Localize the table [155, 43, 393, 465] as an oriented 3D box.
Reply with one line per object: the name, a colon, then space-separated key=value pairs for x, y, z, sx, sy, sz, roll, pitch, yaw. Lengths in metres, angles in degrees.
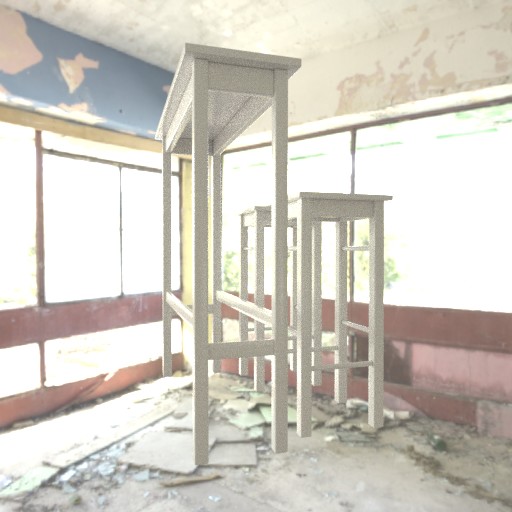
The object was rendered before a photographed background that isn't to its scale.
table: x=0.000 y=0.000 z=1.629 sx=0.650 sy=1.065 sz=0.915 roll=0 pitch=1 yaw=-17
